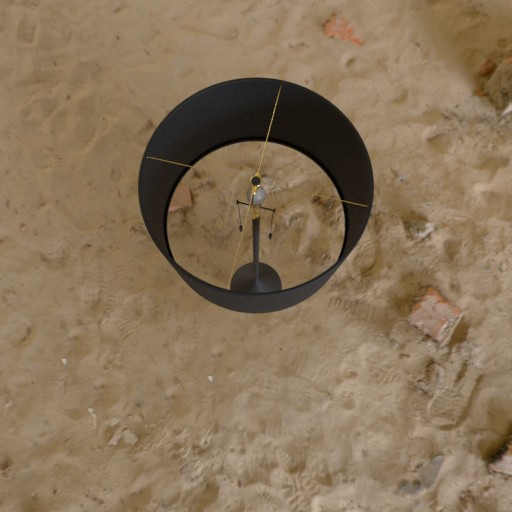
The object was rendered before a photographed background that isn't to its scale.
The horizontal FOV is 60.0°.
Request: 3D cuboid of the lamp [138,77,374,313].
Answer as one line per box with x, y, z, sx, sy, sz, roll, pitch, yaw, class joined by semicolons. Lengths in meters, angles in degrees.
0.000;0.000;1.825;0.580;1.526;0.580;13;76;3;lamp
